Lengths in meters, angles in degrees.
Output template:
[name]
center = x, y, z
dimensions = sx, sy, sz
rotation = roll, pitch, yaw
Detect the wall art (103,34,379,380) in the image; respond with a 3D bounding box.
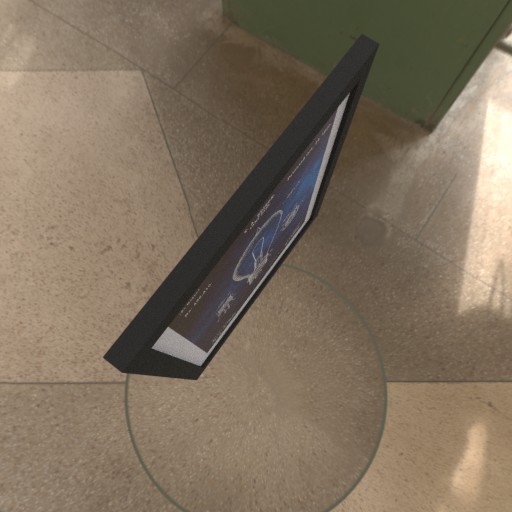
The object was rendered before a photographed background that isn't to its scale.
[wall art]
center = 0.000, 0.000, 0.677
dimensions = 0.023, 0.505, 0.428
rotation = 35, 77, 10
